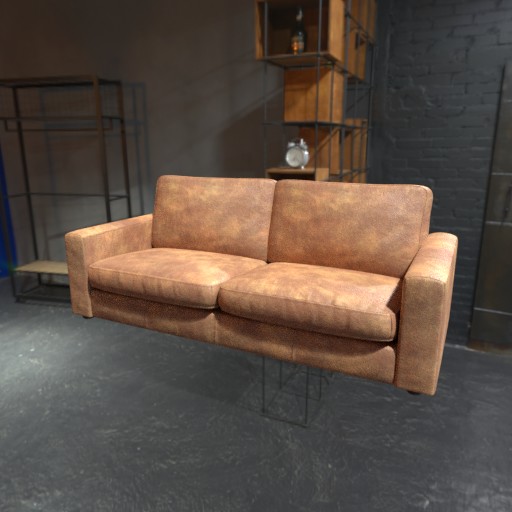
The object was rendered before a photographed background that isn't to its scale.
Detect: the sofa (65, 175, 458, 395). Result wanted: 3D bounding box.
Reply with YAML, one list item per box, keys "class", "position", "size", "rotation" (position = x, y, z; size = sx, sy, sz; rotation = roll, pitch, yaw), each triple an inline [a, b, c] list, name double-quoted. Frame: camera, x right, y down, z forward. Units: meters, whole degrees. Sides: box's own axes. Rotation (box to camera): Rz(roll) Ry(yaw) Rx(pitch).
- class: "sofa"
  position: [0.000, 0.000, 2.683]
  size: [2.179, 0.873, 1.016]
  rotation: [7, 16, 25]
